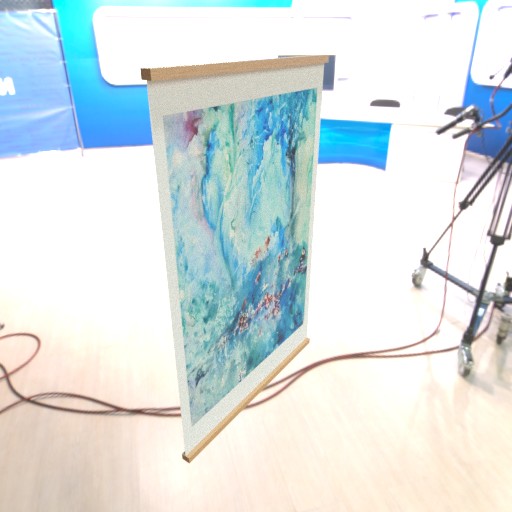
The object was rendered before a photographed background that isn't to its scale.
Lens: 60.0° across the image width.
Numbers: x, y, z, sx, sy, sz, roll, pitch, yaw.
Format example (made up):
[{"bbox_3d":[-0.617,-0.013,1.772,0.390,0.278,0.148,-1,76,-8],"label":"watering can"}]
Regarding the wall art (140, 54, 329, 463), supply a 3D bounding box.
[{"bbox_3d":[0.000,0.000,0.754,0.016,0.611,0.401,18,32,32],"label":"wall art"}]
